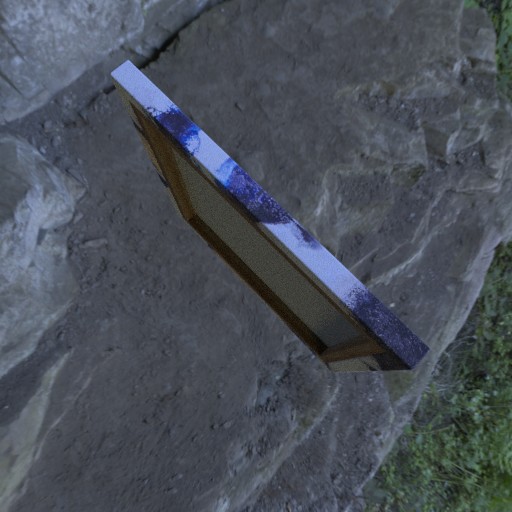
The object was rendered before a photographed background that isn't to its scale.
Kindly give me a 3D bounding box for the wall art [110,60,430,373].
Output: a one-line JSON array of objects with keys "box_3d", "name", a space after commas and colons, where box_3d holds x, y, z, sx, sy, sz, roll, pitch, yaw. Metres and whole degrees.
[{"box_3d": [0.000, 0.000, 0.914, 0.039, 0.609, 0.609, -43, 79, -10], "name": "wall art"}]
